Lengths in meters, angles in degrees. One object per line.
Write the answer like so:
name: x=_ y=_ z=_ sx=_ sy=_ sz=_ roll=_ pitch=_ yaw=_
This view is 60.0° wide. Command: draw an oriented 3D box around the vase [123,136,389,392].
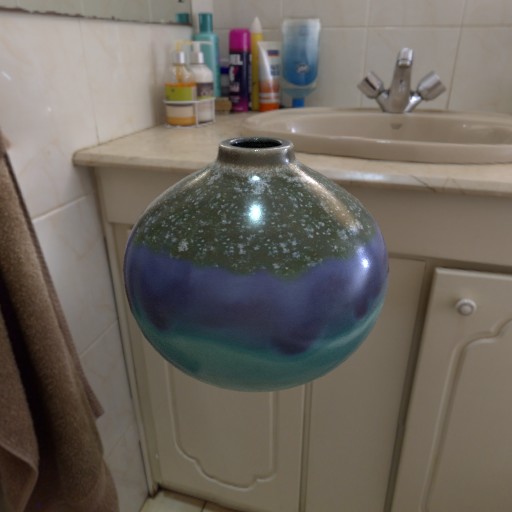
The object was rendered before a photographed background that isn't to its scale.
vase: x=0.000 y=0.000 z=0.264 sx=0.154 sy=0.133 sz=0.154 roll=0 pitch=25 yaw=0
